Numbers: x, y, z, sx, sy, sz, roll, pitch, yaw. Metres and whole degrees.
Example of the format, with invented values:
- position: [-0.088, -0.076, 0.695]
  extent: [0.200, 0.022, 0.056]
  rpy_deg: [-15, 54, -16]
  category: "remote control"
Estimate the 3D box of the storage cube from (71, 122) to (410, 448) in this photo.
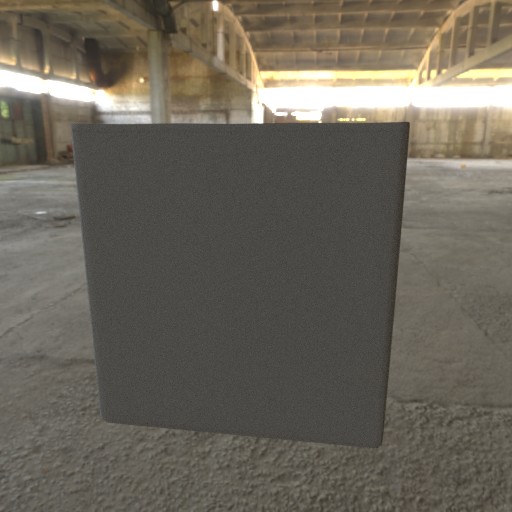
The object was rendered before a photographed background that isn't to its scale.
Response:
- position: [0.000, 0.000, 0.501]
  extent: [0.270, 0.280, 0.270]
  rpy_deg: [2, 15, 8]
  category: "storage cube"
